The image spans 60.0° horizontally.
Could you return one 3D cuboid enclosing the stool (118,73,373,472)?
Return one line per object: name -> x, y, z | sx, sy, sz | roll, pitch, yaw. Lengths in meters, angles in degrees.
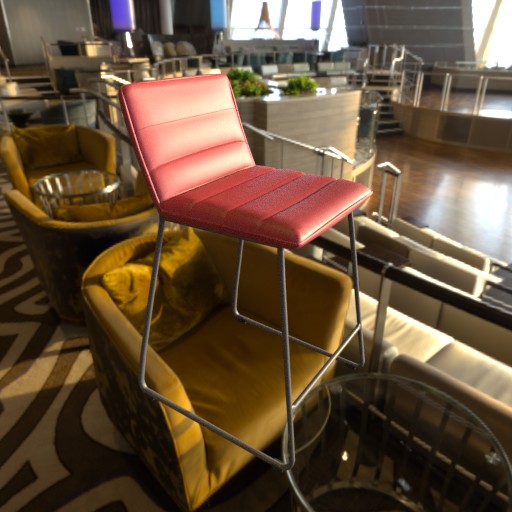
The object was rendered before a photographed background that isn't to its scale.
stool -> 0.000, 0.000, 1.182 | 0.524, 0.866, 0.489 | 17, 32, 30
